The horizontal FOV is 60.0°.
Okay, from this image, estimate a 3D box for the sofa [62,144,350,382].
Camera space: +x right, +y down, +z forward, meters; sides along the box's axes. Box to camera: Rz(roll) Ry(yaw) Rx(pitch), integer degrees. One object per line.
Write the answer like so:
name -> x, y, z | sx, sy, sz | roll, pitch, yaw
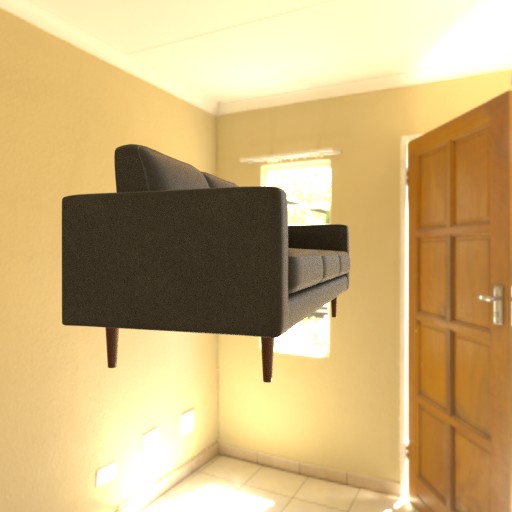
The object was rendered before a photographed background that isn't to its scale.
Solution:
sofa -> 0.000, 0.000, 2.487 | 0.879, 0.899, 2.029 | 0, 0, 18
